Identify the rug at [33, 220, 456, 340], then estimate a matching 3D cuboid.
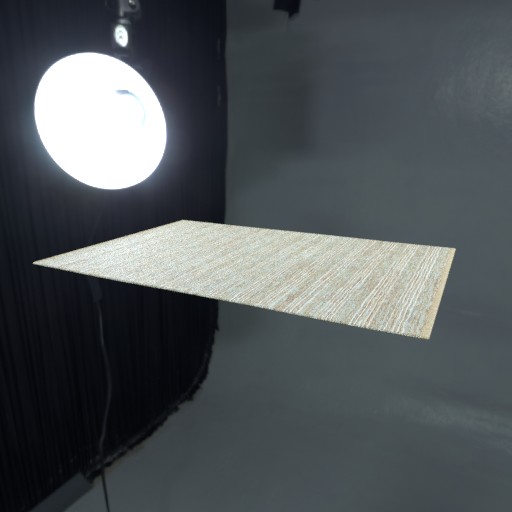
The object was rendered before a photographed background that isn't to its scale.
[{"bbox_3d":[0.000,0.000,2.295,1.824,0.010,1.240,8,17,26],"label":"rug"}]
